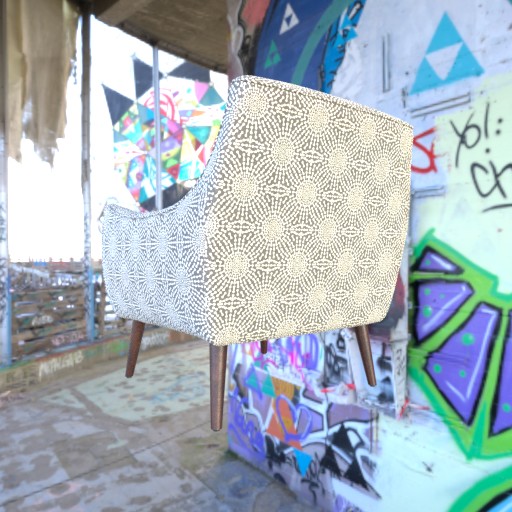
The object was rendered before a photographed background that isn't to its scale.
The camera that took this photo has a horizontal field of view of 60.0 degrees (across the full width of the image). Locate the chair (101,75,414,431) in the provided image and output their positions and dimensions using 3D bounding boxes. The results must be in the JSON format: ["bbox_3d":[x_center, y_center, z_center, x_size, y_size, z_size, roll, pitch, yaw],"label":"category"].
[{"bbox_3d":[0.000,0.000,1.432,0.762,0.838,0.787,0,1,-37],"label":"chair"}]
